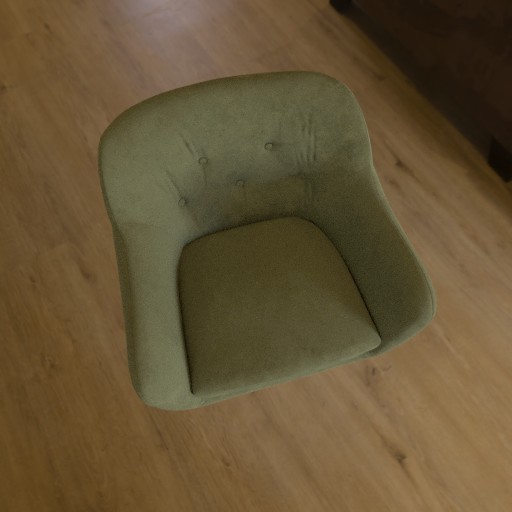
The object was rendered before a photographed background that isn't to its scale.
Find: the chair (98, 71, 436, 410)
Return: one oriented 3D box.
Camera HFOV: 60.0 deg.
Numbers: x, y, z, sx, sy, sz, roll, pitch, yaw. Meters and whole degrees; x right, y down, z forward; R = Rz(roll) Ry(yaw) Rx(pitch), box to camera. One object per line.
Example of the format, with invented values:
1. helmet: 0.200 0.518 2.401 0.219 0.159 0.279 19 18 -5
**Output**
1. chair: 0.000 0.000 1.463 0.840 0.804 0.819 -14 64 -7
